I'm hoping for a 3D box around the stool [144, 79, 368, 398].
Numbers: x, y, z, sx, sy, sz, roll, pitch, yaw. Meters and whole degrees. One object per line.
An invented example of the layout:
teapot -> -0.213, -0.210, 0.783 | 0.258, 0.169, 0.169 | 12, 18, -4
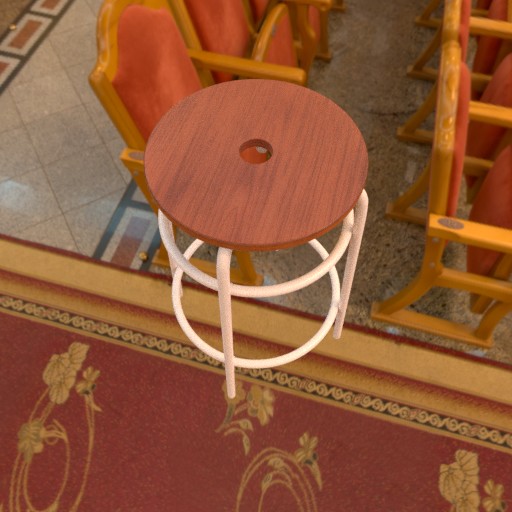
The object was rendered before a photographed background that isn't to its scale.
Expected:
stool -> 0.000, 0.000, 0.924 | 0.455, 0.610, 0.455 | 14, 60, 8
